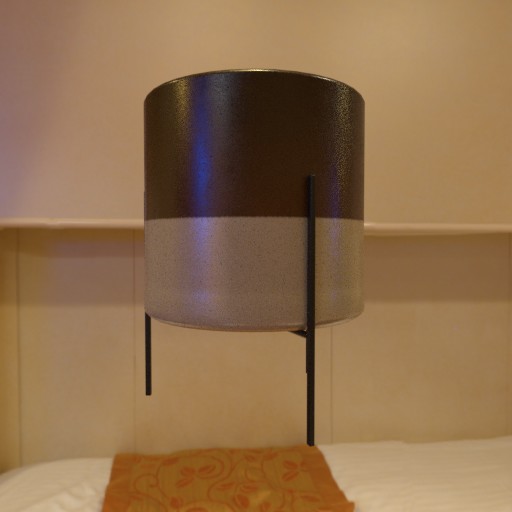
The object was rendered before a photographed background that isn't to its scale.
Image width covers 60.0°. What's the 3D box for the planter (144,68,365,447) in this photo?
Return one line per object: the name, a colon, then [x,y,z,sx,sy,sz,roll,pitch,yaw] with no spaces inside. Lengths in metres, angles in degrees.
planter: [0.000,0.000,0.715,0.345,0.465,0.354,1,2,36]
